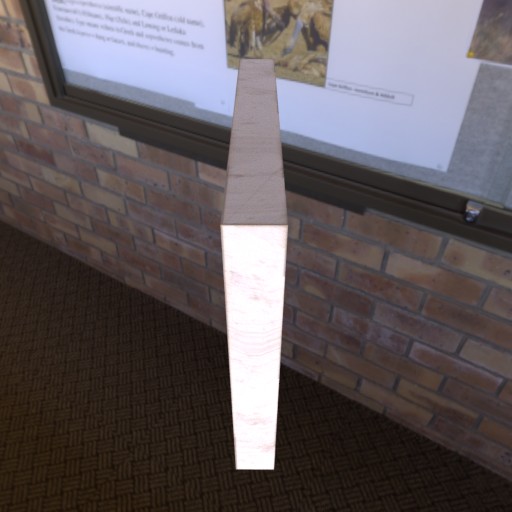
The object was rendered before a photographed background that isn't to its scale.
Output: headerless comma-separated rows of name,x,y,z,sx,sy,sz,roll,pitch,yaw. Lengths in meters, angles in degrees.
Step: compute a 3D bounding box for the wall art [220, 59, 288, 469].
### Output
wall art,0.000,0.000,0.463,0.038,0.303,0.305,0,40,0
